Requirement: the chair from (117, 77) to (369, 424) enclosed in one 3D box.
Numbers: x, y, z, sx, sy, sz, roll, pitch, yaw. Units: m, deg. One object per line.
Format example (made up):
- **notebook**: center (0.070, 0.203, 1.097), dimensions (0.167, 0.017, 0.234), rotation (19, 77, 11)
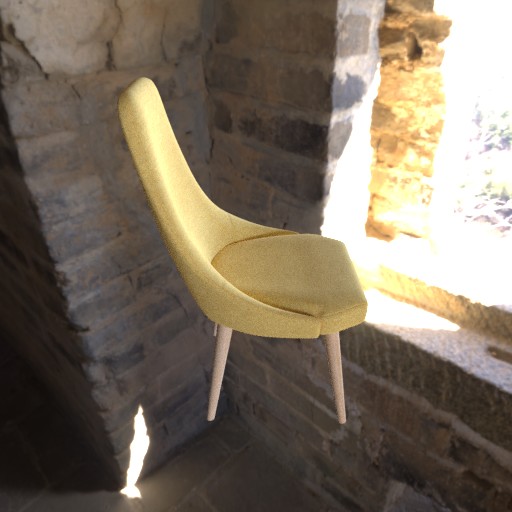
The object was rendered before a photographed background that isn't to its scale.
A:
- **chair**: center (0.000, 0.000, 1.406), dimensions (0.660, 1.040, 0.510), rotation (-1, 32, -2)
